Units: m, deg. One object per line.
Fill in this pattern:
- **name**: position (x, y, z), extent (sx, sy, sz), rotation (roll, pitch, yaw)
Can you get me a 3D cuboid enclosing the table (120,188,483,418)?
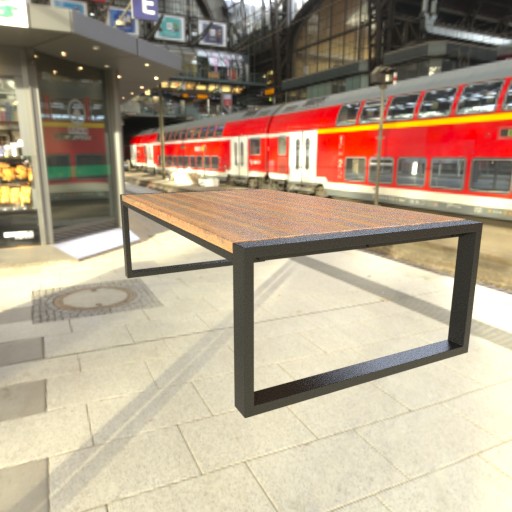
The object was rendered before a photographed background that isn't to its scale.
- **table**: position (0.000, 0.000, 1.715), extent (0.750, 0.400, 1.350), rotation (-7, 15, -26)
